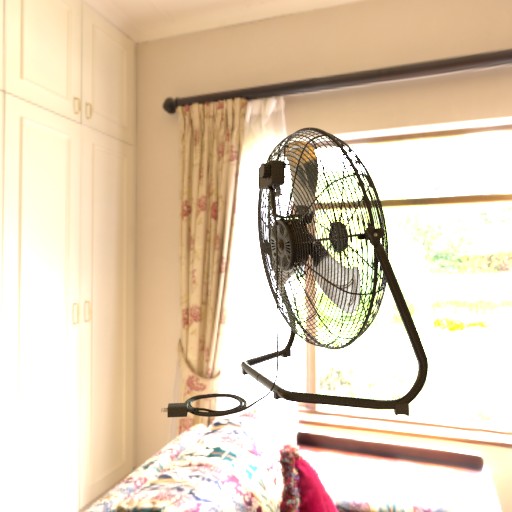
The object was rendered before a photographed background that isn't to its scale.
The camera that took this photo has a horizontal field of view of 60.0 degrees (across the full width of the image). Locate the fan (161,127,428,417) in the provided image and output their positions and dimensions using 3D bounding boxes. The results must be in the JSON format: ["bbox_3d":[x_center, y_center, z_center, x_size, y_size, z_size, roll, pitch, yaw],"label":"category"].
[{"bbox_3d":[0.000,0.000,0.937,0.424,0.546,0.555,0,-1,-19],"label":"fan"}]
